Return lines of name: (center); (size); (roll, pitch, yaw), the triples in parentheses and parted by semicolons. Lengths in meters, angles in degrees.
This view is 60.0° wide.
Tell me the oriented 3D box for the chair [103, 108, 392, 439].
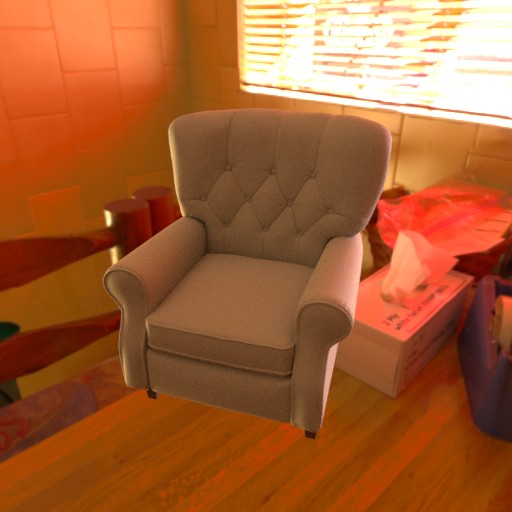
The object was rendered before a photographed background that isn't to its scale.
chair: (0.000, 0.000, 2.106); (1.090, 1.217, 1.128); (8, 28, 16)
